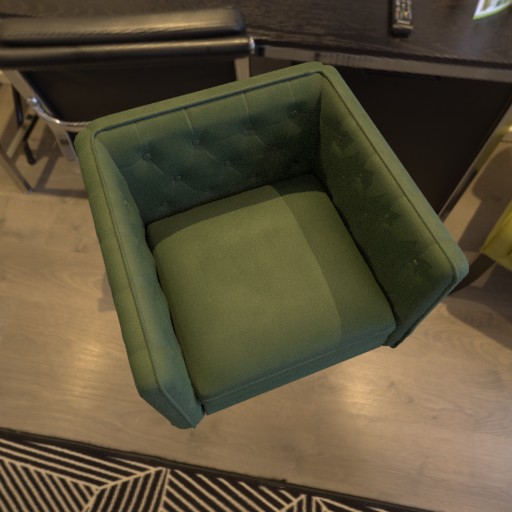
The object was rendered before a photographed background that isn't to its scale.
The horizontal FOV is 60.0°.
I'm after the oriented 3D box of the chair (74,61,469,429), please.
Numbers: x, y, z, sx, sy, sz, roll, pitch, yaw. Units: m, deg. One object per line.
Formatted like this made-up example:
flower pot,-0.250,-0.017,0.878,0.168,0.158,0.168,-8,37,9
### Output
chair,0.000,0.000,1.539,0.917,0.768,0.855,-19,63,-10
